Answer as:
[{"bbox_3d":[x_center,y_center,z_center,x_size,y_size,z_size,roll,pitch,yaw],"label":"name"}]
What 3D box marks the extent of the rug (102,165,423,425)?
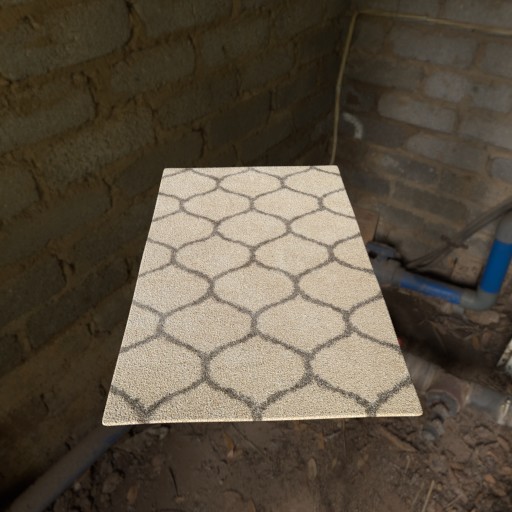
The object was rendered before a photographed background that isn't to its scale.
[{"bbox_3d":[0.000,0.000,2.948,1.501,0.024,2.348,-1,41,-1],"label":"rug"}]
